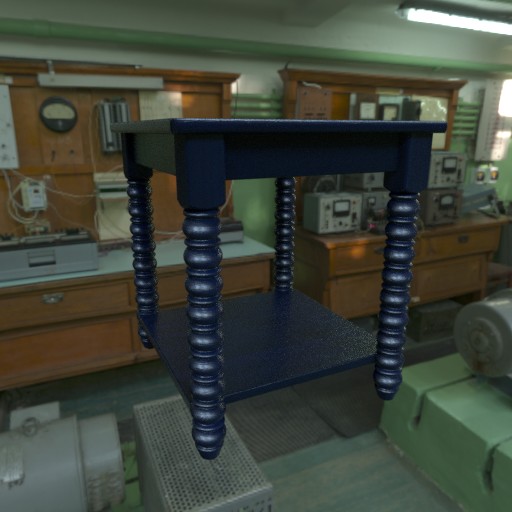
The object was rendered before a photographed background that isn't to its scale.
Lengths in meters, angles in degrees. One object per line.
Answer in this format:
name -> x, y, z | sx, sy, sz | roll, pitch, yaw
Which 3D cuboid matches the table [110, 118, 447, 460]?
table -> 0.000, 0.000, 0.981 | 0.500, 0.567, 0.533 | -8, 18, -25
